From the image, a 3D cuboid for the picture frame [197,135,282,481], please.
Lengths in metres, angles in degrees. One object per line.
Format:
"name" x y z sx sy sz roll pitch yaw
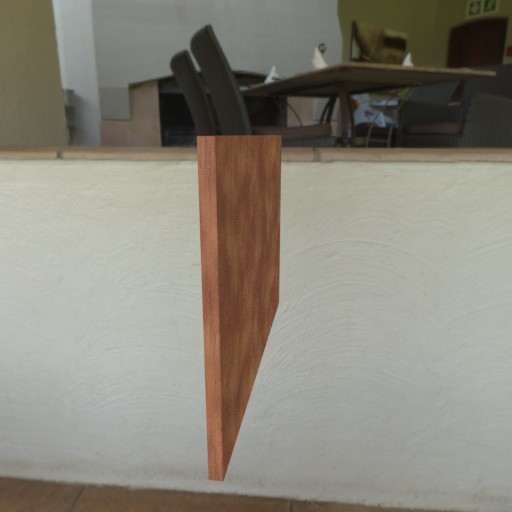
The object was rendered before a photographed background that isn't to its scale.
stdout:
"picture frame" 0.000 0.000 1.220 0.029 0.640 0.950 2 16 9
